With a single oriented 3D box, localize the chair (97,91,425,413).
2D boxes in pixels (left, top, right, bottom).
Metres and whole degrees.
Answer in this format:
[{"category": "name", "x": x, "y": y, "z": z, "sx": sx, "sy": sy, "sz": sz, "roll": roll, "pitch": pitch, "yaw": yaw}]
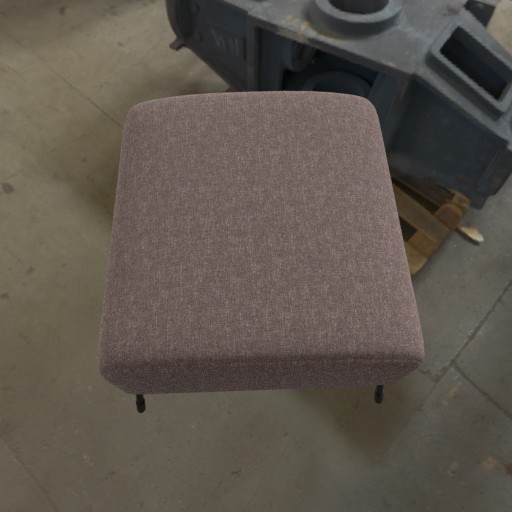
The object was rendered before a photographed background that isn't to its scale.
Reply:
[{"category": "chair", "x": 0.000, "y": 0.000, "z": 0.880, "sx": 0.530, "sy": 0.410, "sz": 0.530, "roll": -2, "pitch": 65, "yaw": -1}]
